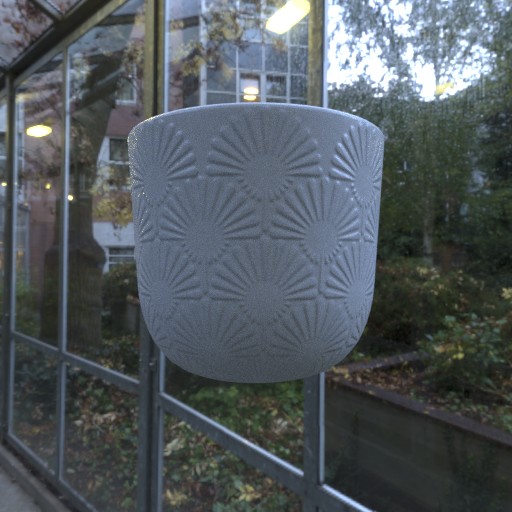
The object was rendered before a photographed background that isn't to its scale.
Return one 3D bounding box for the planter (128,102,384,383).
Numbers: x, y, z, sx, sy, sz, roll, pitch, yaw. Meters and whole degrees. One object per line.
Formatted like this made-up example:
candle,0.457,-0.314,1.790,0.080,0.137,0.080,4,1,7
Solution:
planter,0.000,0.000,0.304,0.170,0.152,0.170,0,-1,0
